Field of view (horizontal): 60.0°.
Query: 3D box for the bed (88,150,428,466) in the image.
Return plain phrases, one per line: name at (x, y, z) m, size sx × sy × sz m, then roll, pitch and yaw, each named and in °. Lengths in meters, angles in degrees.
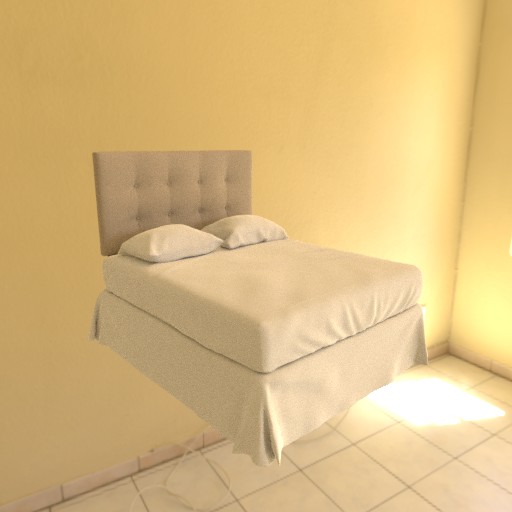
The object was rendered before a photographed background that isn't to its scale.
bed at (0.000, 0.000, 3.448) m, size 1.936 × 1.577 × 2.222 m, roll -12°, pitch 19°, yaw -41°
